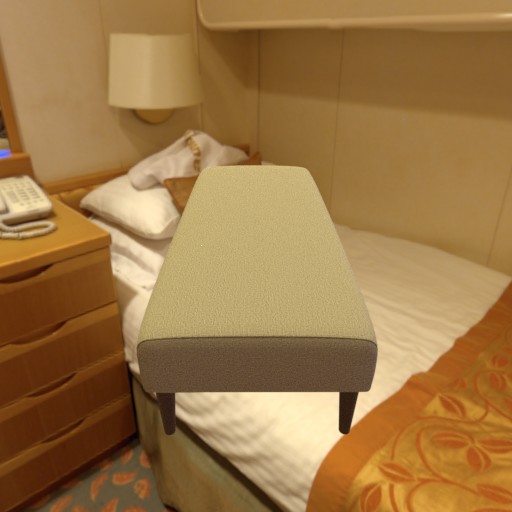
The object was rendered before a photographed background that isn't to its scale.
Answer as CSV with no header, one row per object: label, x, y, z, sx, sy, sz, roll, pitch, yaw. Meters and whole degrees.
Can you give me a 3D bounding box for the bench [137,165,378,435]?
bench,0.000,0.000,1.887,0.646,0.393,1.609,0,26,0
